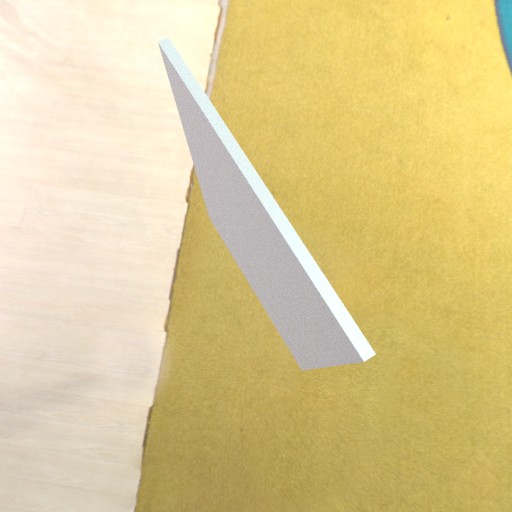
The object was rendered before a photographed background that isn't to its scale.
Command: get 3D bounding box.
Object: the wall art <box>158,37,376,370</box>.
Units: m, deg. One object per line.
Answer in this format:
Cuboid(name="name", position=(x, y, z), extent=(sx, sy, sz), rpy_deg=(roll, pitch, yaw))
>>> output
Cuboid(name="wall art", position=(0.000, 0.000, 0.680), extent=(0.013, 0.533, 0.381), rpy_deg=(-30, 77, -8))
